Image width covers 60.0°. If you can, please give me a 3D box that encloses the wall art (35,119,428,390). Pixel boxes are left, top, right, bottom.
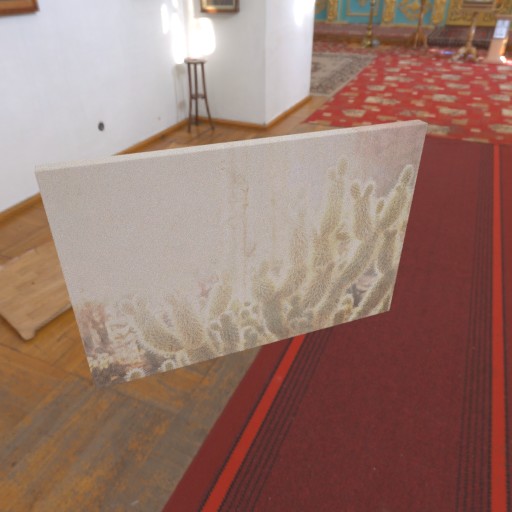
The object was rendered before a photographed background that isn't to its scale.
[{"bbox_3d":[0.000,0.000,1.157,0.916,0.608,0.040,-12,34,-18],"label":"wall art"}]
